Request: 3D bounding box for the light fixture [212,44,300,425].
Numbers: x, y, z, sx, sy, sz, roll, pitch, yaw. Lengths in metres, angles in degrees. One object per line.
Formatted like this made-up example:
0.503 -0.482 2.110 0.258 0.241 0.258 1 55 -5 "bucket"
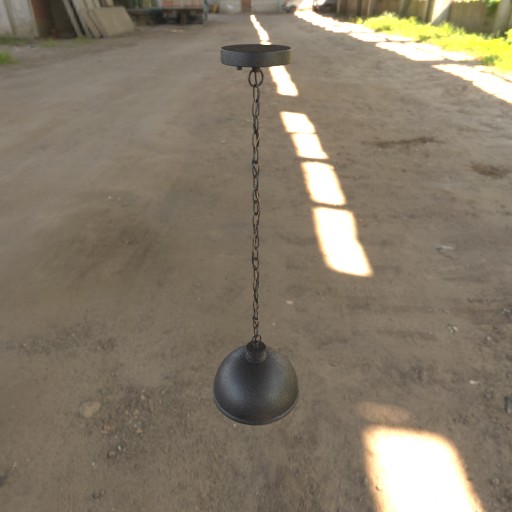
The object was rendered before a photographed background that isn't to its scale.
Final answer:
0.000 0.000 1.275 0.304 1.090 0.304 -20 36 -29 "light fixture"
